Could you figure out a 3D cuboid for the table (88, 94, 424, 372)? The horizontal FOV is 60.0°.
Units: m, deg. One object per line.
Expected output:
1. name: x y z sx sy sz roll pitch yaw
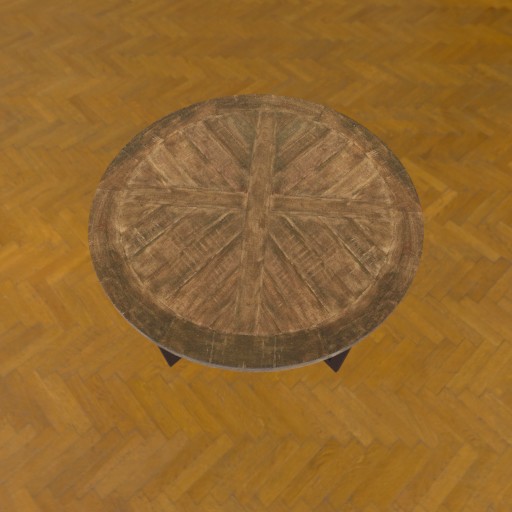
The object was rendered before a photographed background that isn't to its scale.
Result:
1. table: 0.000 0.000 2.024 1.264 0.762 1.264 0 59 0
